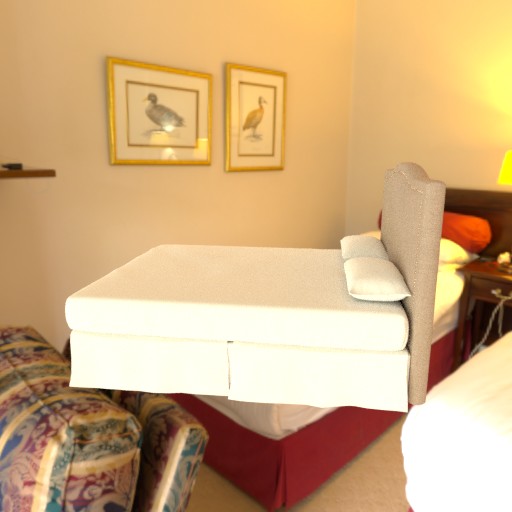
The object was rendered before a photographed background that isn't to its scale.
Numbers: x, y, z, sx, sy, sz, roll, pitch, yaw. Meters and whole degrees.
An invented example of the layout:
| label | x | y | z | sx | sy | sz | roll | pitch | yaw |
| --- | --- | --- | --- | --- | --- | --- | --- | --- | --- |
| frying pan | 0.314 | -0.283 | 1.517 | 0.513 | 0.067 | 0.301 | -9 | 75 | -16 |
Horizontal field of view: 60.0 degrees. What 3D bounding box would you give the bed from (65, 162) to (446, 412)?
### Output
| label | x | y | z | sx | sy | sz | roll | pitch | yaw |
| --- | --- | --- | --- | --- | --- | --- | --- | --- | --- |
| bed | 0.000 | 0.000 | 3.446 | 2.282 | 1.436 | 1.821 | 2 | 13 | 9 |
